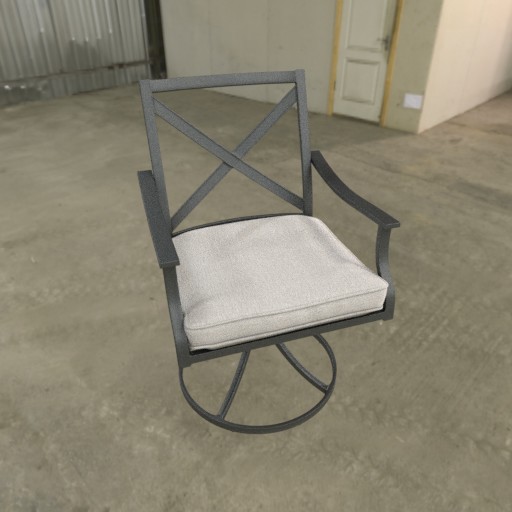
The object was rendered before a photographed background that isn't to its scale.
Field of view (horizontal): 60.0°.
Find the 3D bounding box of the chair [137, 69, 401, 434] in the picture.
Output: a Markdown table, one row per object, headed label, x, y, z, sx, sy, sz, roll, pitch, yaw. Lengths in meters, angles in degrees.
| label | x | y | z | sx | sy | sz | roll | pitch | yaw |
| --- | --- | --- | --- | --- | --- | --- | --- | --- | --- |
| chair | 0.000 | 0.000 | 1.283 | 0.575 | 0.889 | 0.620 | -10 | 34 | -15 |
